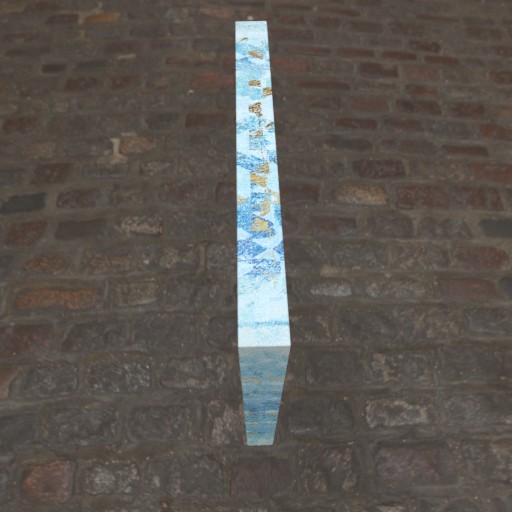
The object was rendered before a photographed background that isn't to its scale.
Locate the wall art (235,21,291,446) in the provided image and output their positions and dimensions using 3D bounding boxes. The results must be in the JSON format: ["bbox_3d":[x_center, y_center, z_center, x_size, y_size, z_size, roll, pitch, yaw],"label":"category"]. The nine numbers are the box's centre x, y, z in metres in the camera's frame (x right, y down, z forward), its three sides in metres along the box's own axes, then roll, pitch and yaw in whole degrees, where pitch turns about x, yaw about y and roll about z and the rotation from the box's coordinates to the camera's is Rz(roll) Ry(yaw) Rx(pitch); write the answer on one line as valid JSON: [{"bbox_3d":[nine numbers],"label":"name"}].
[{"bbox_3d":[0.000,0.000,0.590,0.037,0.405,0.405,-1,58,-1],"label":"wall art"}]
